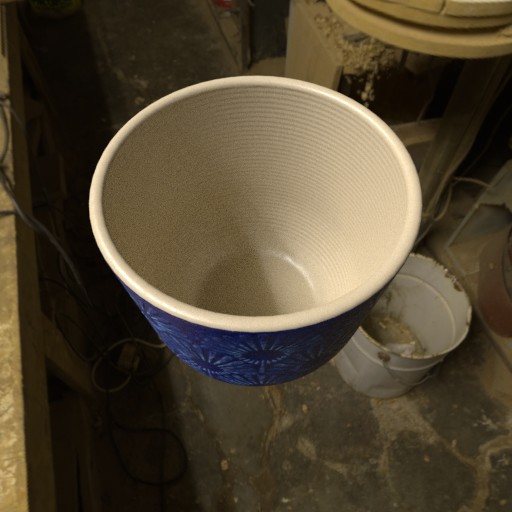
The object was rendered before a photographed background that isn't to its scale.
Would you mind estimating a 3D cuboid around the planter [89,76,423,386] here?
[{"bbox_3d":[0.000,0.000,0.292,0.170,0.153,0.170,0,58,0],"label":"planter"}]
